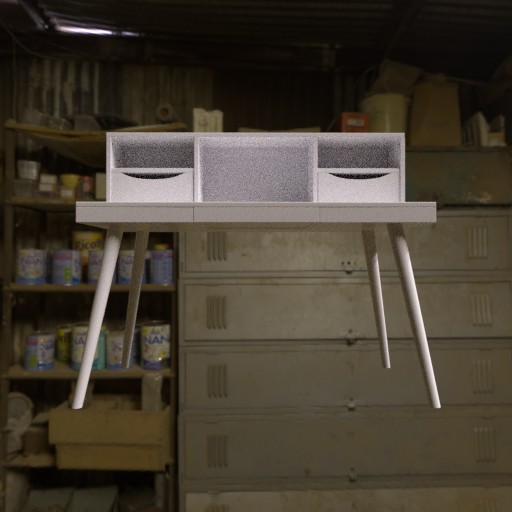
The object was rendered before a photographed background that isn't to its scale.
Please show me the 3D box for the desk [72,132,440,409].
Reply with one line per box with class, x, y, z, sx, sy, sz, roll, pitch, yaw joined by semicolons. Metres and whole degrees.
desk;0.000;0.000;1.713;1.199;0.990;0.559;0;-1;0
